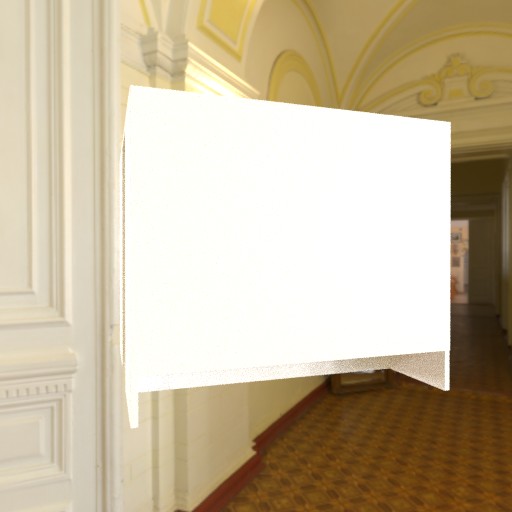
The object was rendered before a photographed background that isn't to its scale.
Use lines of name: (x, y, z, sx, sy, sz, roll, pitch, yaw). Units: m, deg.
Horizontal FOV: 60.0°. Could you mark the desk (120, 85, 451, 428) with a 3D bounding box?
desk: (0.000, 0.000, 1.642, 0.940, 0.818, 0.926, 0, 0, -19)
